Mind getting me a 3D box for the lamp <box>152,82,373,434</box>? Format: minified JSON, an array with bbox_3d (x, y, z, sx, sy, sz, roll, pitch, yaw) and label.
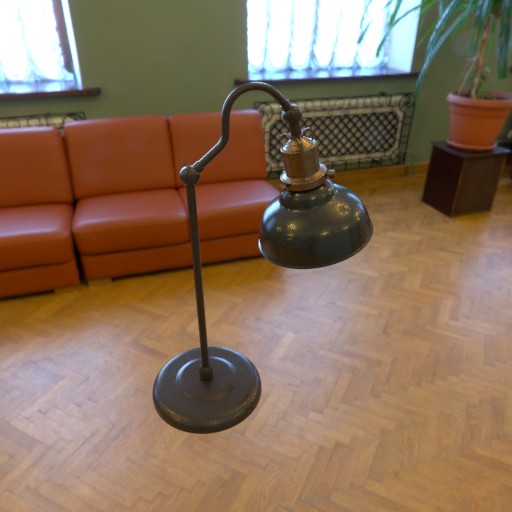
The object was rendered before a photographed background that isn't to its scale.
[{"bbox_3d":[0.000,0.000,0.688,0.374,0.508,0.192,-10,31,-17],"label":"lamp"}]
